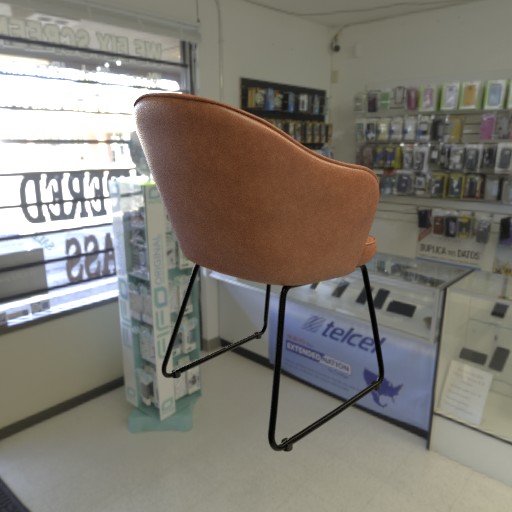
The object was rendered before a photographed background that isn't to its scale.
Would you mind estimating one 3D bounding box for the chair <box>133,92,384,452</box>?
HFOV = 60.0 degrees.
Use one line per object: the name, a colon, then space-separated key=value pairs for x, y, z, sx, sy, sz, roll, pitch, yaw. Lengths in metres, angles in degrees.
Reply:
chair: x=0.000 y=0.000 z=1.187 sx=0.580 sy=0.785 sz=0.582 roll=-14 pitch=20 yaw=-43
